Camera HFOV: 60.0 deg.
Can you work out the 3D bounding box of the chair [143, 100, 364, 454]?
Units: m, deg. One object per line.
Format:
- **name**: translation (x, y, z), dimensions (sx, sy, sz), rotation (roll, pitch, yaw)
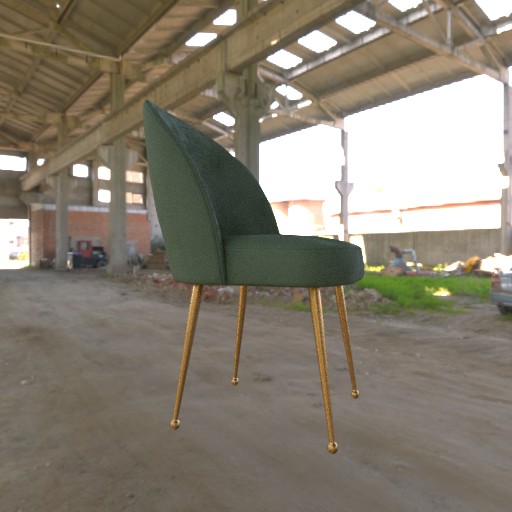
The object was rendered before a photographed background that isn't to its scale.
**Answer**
- **chair**: translation (0.000, 0.000, 1.238), dimensions (0.577, 0.860, 0.527), rotation (0, 0, 20)
